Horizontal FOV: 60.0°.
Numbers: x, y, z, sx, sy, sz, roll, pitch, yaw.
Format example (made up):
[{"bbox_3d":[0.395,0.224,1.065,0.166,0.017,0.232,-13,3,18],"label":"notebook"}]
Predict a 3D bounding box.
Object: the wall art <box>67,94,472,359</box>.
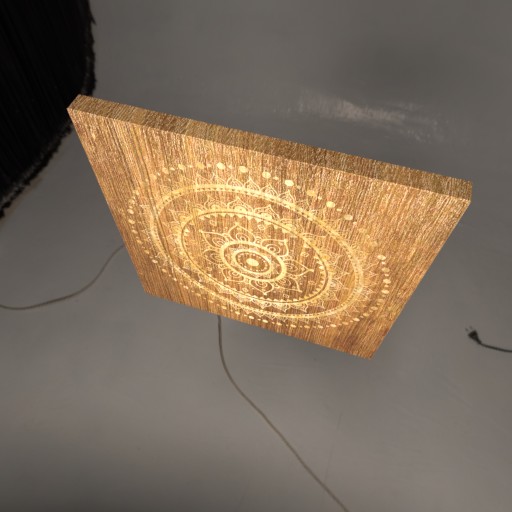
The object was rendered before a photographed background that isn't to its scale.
[{"bbox_3d":[0.000,0.000,0.899,0.611,0.608,0.042,15,58,9],"label":"wall art"}]
